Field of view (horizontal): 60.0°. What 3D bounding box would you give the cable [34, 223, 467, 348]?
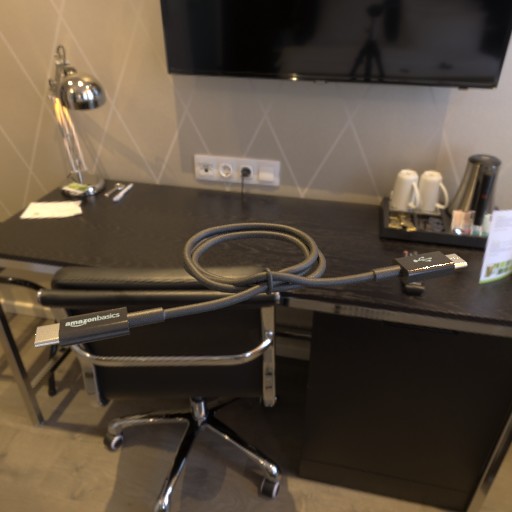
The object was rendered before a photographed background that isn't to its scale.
[{"bbox_3d":[0.000,0.000,0.214,0.192,0.014,0.070,-9,32,-15],"label":"cable"}]
